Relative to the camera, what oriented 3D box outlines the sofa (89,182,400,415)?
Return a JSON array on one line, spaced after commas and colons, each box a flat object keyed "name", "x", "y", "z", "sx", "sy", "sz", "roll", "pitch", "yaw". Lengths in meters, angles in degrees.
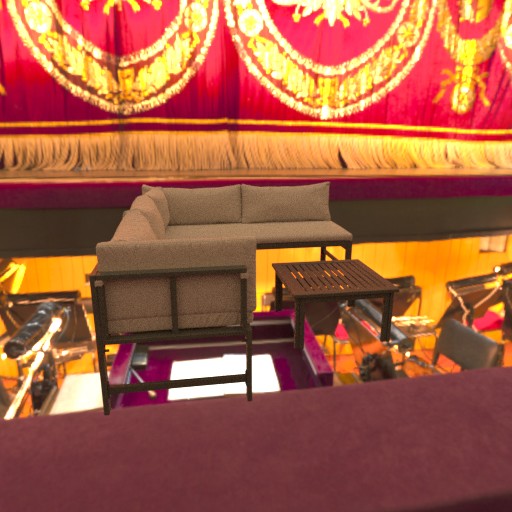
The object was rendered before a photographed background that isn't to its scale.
[{"name": "sofa", "x": 0.000, "y": 0.000, "z": 2.903, "sx": 1.658, "sy": 0.758, "sz": 2.096, "roll": -3, "pitch": 16, "yaw": -9}]
